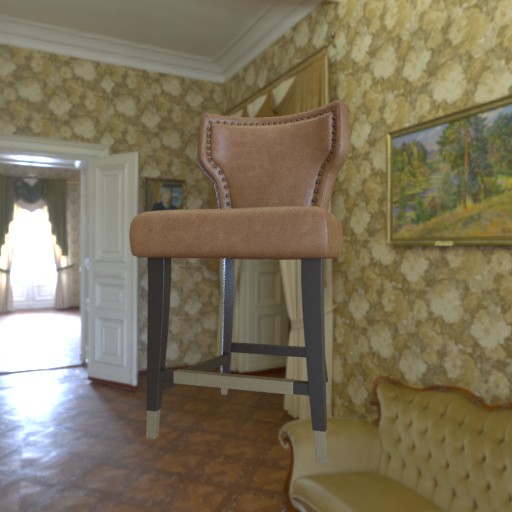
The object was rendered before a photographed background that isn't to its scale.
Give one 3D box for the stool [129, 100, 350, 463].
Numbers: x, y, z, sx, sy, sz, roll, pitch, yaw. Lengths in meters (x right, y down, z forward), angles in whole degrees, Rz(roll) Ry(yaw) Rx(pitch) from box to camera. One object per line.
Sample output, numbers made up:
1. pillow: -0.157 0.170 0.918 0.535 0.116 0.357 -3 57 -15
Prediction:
1. stool: 0.000 0.000 1.323 0.526 0.982 0.563 0 0 17
